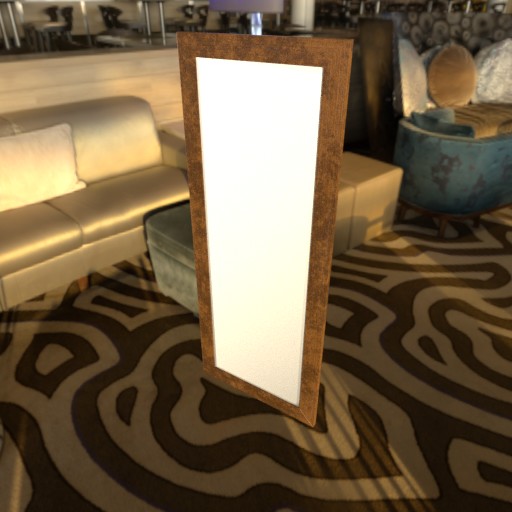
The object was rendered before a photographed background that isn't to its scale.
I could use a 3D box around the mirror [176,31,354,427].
[{"bbox_3d":[0.000,0.000,2.273,0.812,2.031,0.032,18,35,28],"label":"mirror"}]
